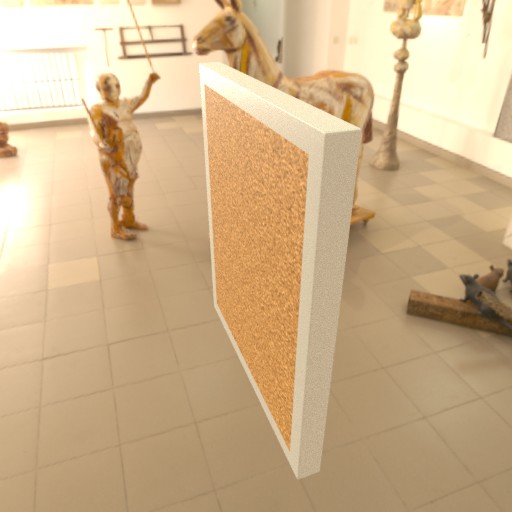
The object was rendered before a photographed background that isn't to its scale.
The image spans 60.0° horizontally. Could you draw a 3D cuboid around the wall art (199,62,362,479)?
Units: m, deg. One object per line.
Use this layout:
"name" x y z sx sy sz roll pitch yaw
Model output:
"wall art" 0.000 0.000 0.523 0.028 0.381 0.331 -11 33 -18
